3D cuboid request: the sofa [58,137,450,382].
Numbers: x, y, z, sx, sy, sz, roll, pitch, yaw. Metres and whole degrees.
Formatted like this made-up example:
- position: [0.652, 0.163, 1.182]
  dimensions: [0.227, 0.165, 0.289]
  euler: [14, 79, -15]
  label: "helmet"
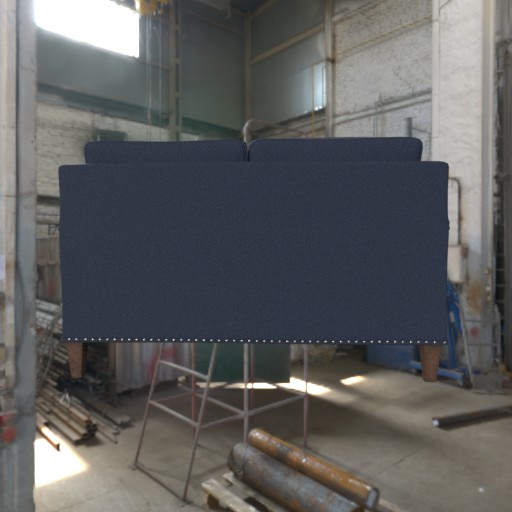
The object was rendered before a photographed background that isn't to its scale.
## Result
- position: [0.000, 0.000, 2.221]
  dimensions: [1.597, 1.003, 1.084]
  euler: [0, 0, 3]
  label: "sofa"
